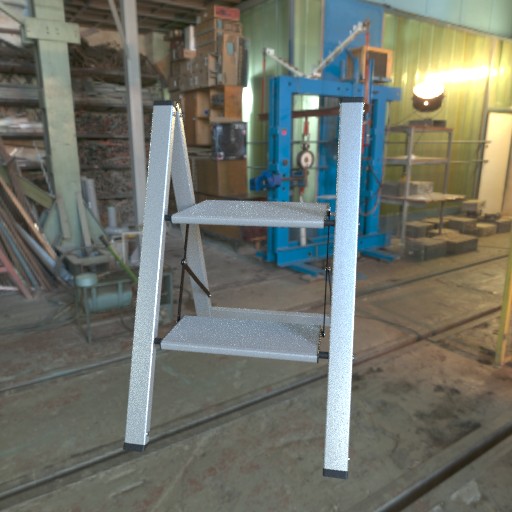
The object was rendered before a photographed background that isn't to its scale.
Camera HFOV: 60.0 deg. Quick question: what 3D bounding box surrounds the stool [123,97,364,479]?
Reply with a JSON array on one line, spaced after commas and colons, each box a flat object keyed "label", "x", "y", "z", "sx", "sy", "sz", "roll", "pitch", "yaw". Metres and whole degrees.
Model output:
[{"label": "stool", "x": 0.000, "y": 0.000, "z": 1.002, "sx": 0.440, "sy": 0.670, "sz": 0.535, "roll": 3, "pitch": 15, "yaw": 10}]
